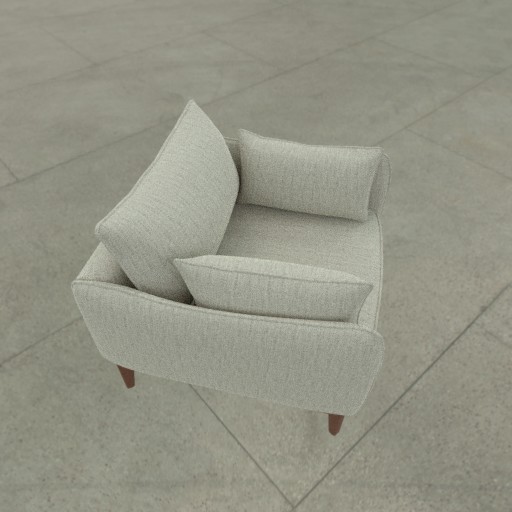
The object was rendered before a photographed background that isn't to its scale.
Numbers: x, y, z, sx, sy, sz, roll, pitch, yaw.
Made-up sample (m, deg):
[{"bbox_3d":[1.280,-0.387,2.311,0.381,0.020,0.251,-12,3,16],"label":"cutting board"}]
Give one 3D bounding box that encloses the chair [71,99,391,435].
[{"bbox_3d":[0.000,0.000,1.747,0.991,0.855,0.994,10,48,9],"label":"chair"}]
